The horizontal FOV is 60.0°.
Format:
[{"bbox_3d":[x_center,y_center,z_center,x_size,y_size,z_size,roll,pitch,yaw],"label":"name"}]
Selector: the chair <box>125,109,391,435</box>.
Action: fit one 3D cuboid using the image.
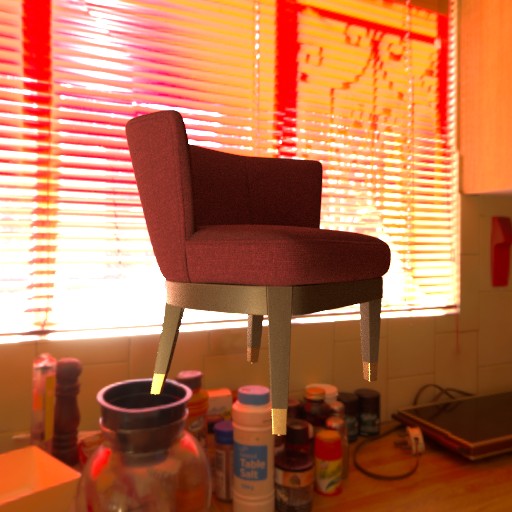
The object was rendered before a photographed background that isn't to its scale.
[{"bbox_3d":[0.000,0.000,1.294,0.660,0.760,0.700,0,0,36],"label":"chair"}]
